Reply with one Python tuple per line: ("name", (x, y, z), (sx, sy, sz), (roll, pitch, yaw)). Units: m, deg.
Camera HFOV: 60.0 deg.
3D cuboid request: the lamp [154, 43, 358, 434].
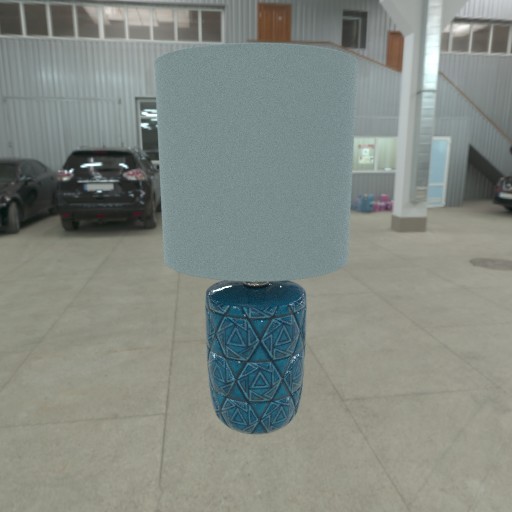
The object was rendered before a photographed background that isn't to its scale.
("lamp", (0.000, 0.000, 0.473), (0.193, 0.377, 0.193), (-12, 18, -42))
